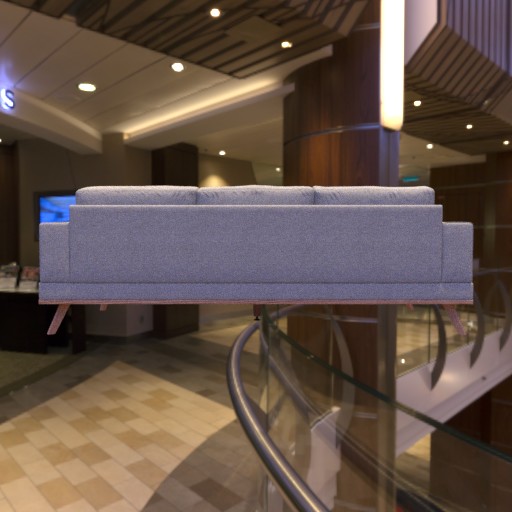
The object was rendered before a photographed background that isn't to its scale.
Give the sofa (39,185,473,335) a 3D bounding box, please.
[{"bbox_3d":[0.000,0.000,2.781,2.310,0.810,0.920,0,2,0],"label":"sofa"}]
